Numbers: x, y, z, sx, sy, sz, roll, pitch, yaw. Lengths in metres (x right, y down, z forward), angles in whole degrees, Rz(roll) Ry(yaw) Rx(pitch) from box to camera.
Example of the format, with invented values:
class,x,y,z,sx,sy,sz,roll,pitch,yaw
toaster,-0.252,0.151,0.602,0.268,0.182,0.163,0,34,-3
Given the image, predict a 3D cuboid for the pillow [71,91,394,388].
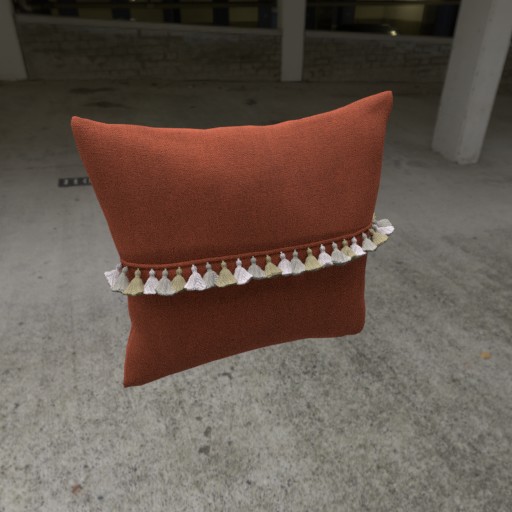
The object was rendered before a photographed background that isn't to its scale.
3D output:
class,x,y,z,sx,sy,sz,roll,pitch,yaw
pillow,0.000,0.000,0.726,0.490,0.482,0.165,-10,33,-16
